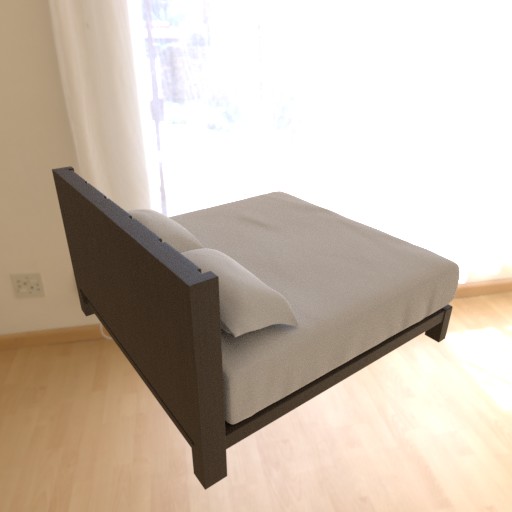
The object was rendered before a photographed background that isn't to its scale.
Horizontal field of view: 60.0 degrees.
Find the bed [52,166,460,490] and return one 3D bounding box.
[{"bbox_3d":[0.000,0.000,3.436,2.238,1.261,2.143,-18,32,-32],"label":"bed"}]
